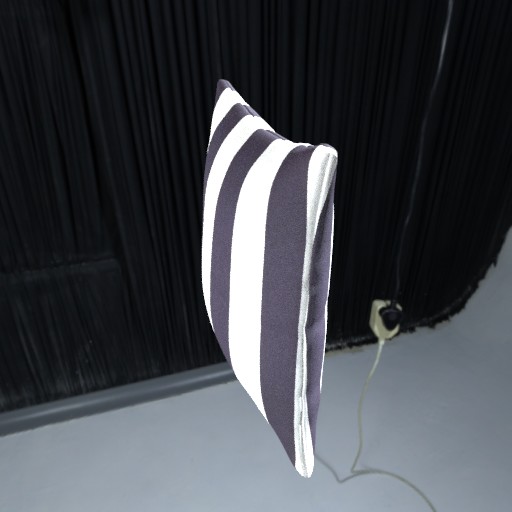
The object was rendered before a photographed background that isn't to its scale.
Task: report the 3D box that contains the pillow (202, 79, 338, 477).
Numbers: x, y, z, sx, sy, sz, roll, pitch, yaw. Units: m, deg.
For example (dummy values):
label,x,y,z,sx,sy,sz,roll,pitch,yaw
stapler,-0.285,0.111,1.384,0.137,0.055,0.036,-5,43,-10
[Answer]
label,x,y,z,sx,sy,sz,roll,pitch,yaw
pillow,0.000,0.000,0.794,0.189,0.526,0.536,-9,31,-15
